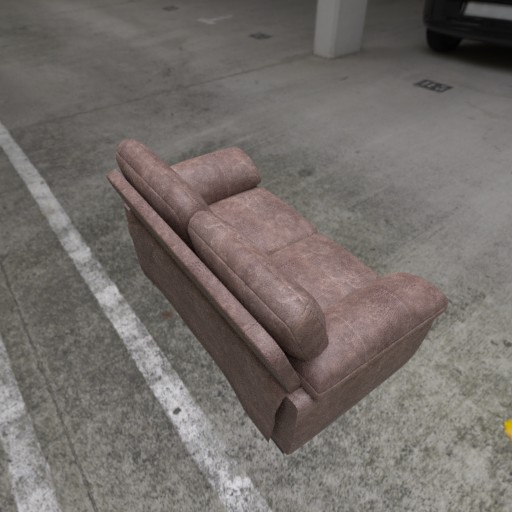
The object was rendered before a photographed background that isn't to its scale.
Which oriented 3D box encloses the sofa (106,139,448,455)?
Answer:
[{"bbox_3d":[0.000,0.000,2.422,0.991,0.991,1.753,-26,48,-26],"label":"sofa"}]
